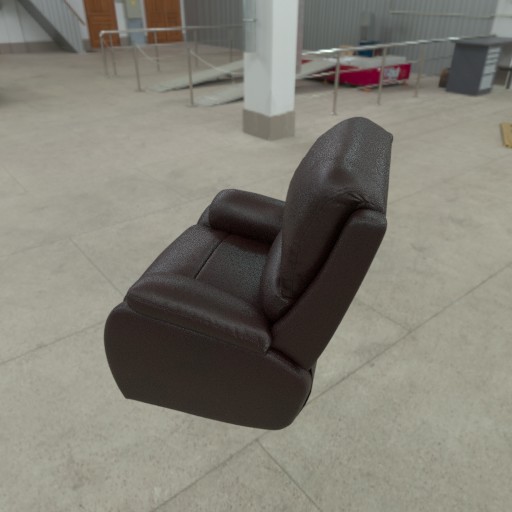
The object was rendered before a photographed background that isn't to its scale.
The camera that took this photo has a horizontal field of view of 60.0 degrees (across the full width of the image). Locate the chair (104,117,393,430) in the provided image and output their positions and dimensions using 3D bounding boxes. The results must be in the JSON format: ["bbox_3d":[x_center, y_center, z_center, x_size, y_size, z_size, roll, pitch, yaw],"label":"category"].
[{"bbox_3d":[0.000,0.000,1.723,0.899,1.011,0.930,8,32,14],"label":"chair"}]
